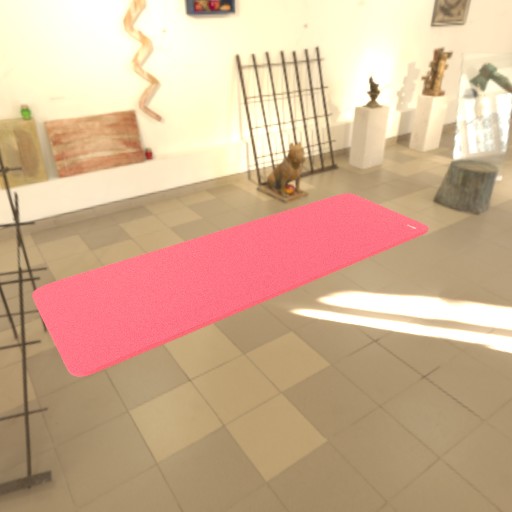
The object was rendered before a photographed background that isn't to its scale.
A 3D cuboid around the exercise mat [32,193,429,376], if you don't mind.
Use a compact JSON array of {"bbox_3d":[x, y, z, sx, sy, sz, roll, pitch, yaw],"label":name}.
[{"bbox_3d":[0.000,0.000,2.106,1.884,0.021,0.616,-20,35,-30],"label":"exercise mat"}]
